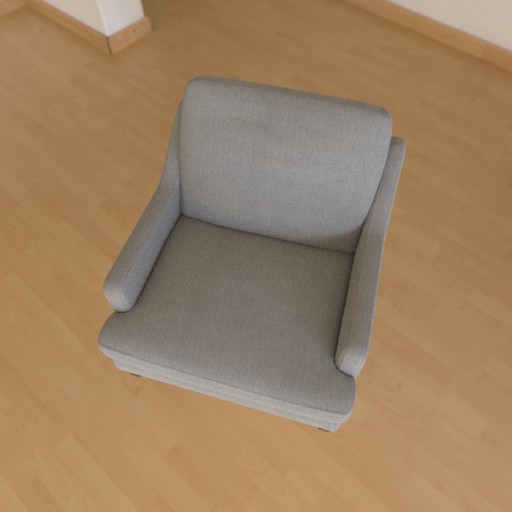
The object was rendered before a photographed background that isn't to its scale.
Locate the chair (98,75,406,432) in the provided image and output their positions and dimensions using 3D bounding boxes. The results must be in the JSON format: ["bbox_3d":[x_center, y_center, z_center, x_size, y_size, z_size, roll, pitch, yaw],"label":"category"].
[{"bbox_3d":[0.000,0.000,1.514,0.826,0.821,0.892,13,59,8],"label":"chair"}]
